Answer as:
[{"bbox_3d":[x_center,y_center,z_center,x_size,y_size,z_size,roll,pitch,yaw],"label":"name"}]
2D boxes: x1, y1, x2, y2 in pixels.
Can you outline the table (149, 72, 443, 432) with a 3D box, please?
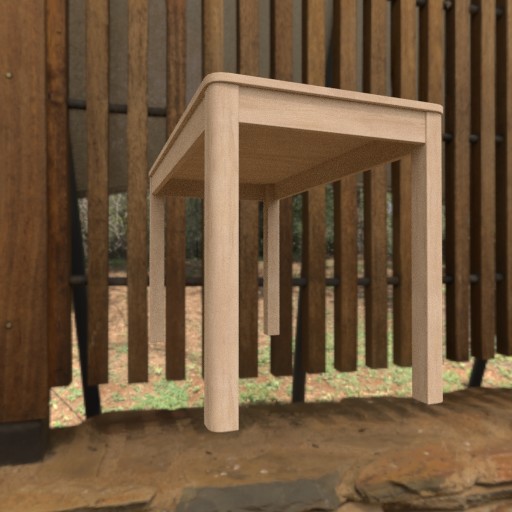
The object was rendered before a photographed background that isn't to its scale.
[{"bbox_3d":[0.000,0.000,1.874,0.750,0.900,1.400,0,-1,-20],"label":"table"}]
